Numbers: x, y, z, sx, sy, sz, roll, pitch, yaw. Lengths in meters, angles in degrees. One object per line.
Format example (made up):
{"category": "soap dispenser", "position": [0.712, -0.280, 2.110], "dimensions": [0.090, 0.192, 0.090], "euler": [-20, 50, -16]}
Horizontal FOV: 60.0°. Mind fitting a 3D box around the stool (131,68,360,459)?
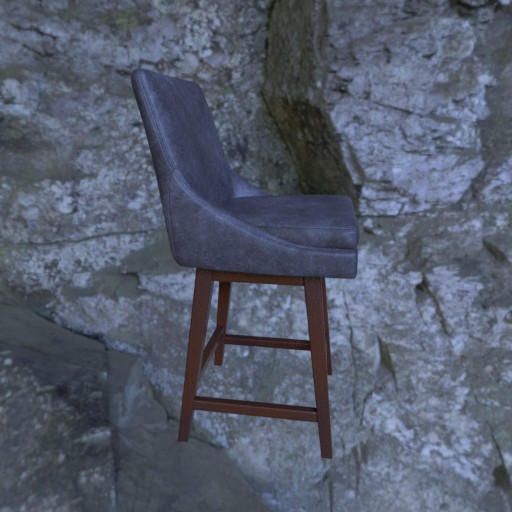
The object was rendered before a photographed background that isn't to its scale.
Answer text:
{"category": "stool", "position": [0.000, 0.000, 1.369], "dimensions": [0.587, 1.046, 0.492], "euler": [3, 17, 9]}
